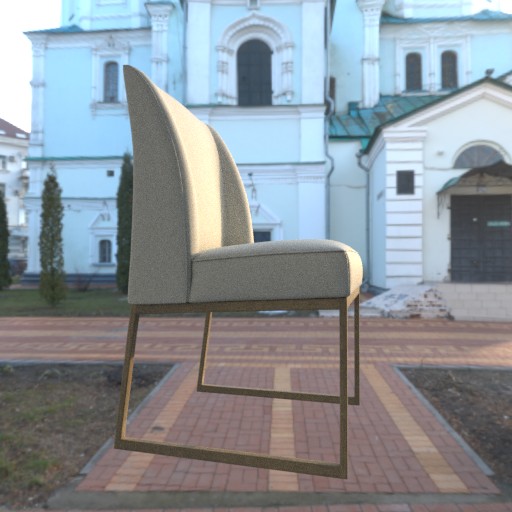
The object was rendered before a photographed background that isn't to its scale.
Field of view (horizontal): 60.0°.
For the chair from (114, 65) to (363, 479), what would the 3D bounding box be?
[{"bbox_3d":[0.000,0.000,1.147,0.522,0.863,0.508,0,-1,16],"label":"chair"}]
